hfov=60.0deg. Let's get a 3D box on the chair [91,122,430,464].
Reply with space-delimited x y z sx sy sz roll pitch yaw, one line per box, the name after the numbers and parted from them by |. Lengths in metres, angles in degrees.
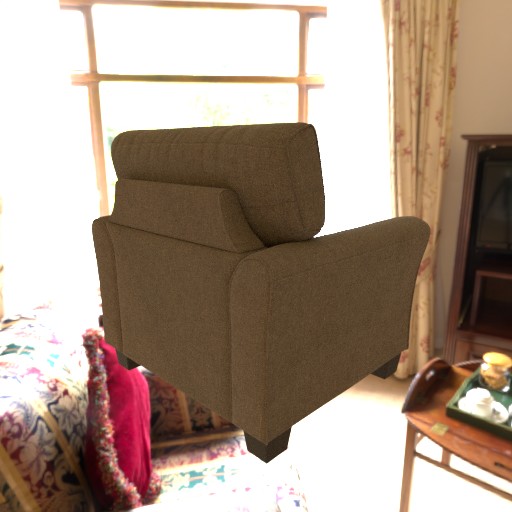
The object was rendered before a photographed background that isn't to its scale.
0.000 0.000 1.612 0.941 0.890 0.816 13 19 43 | chair
